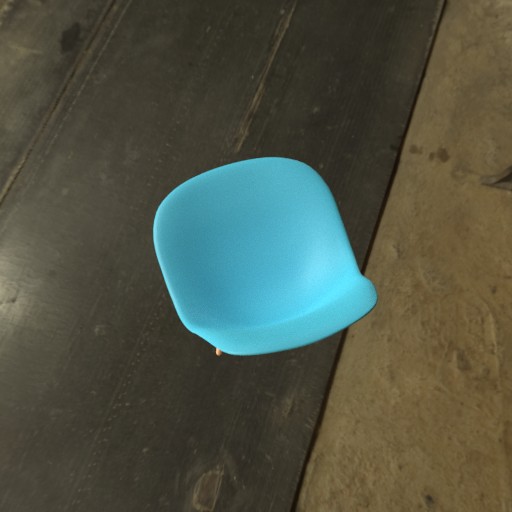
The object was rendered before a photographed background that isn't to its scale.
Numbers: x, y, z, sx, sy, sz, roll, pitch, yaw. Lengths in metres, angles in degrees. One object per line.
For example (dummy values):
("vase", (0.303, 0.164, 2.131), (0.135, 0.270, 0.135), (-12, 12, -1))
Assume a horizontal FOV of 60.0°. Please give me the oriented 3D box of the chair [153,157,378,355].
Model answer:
("chair", (0.000, 0.000, 1.130), (0.470, 0.826, 0.531), (-17, 75, -5))
